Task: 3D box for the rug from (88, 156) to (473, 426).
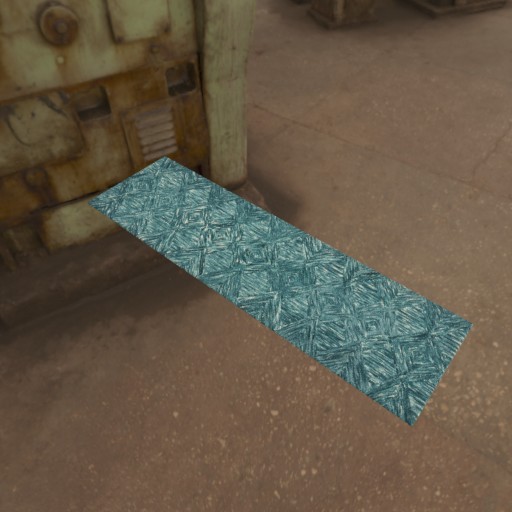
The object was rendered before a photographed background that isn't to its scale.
[{"bbox_3d":[0.000,0.000,2.557,2.286,0.016,0.676,31,54,26],"label":"rug"}]
